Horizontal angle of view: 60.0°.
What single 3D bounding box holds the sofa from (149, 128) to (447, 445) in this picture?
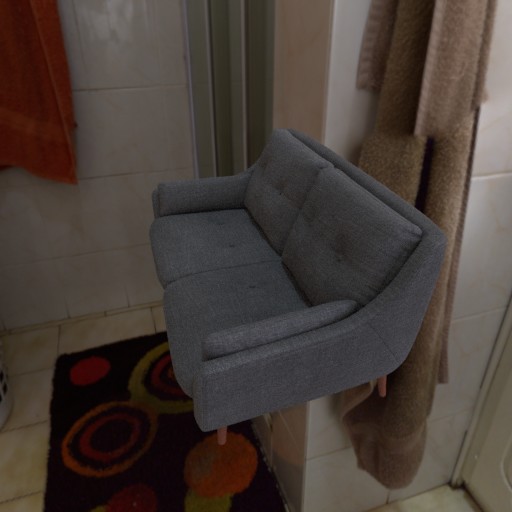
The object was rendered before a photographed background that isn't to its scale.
[{"bbox_3d":[0.000,0.000,2.202,0.976,0.887,1.646,-8,31,-14],"label":"sofa"}]
